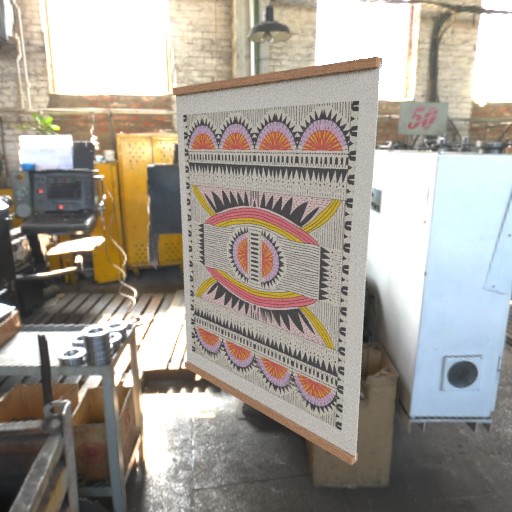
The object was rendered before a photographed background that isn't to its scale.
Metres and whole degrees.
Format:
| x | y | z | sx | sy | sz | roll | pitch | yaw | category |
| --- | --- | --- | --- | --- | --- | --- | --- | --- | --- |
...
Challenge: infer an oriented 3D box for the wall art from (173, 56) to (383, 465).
| x | y | z | sx | sy | sz | roll | pitch | yaw | category |
| --- | --- | --- | --- | --- | --- | --- | --- | --- | --- |
| 0.000 | 0.000 | 1.337 | 0.028 | 1.016 | 0.765 | -13 | 19 | -43 | wall art |
